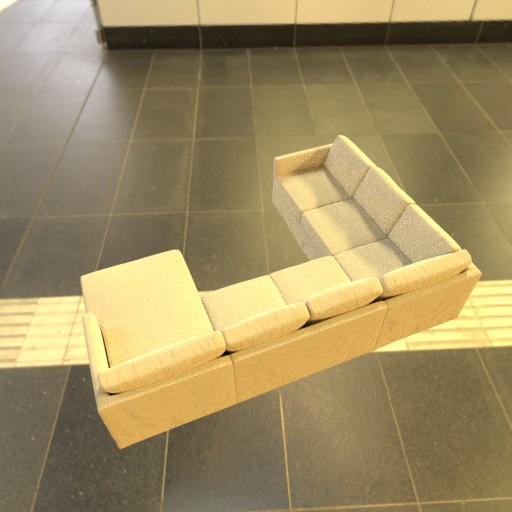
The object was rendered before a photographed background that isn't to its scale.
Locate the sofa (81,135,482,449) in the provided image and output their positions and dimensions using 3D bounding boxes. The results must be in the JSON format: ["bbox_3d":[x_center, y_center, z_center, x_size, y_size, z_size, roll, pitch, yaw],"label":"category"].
[{"bbox_3d":[0.000,0.000,4.507,3.460,0.882,2.427,-17,48,-15],"label":"sofa"}]
